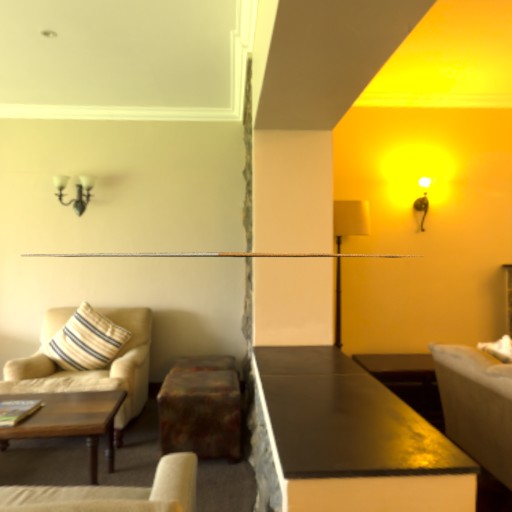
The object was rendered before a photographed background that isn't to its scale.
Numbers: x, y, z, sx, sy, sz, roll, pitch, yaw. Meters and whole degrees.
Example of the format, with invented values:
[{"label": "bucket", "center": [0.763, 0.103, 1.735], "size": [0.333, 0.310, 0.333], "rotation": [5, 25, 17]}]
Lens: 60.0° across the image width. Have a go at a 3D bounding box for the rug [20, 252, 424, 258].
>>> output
[{"label": "rug", "center": [0.000, 0.000, 3.034], "size": [1.531, 0.023, 2.444], "rotation": [0, 0, 37]}]
